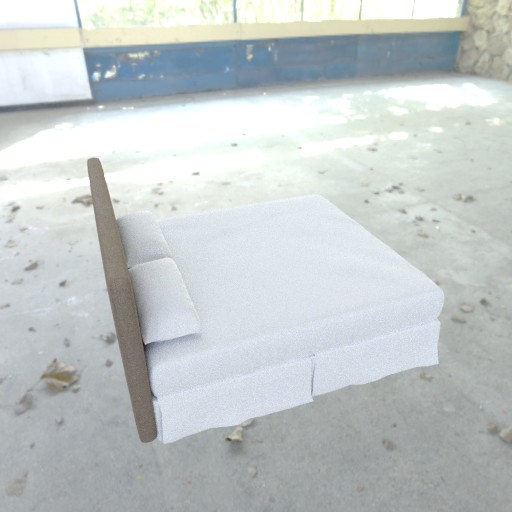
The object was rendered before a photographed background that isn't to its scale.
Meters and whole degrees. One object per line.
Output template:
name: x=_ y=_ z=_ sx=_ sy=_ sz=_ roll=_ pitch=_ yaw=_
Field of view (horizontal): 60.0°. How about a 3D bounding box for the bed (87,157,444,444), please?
bed: x=0.000 y=0.000 z=3.638 sx=2.341 sy=1.317 sz=2.119 roll=-11 pitch=33 yaw=-18
